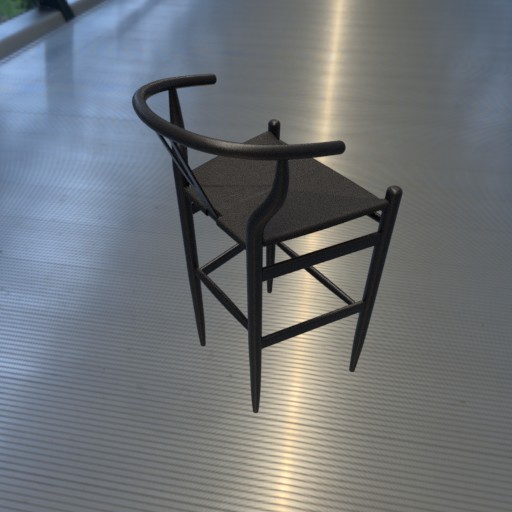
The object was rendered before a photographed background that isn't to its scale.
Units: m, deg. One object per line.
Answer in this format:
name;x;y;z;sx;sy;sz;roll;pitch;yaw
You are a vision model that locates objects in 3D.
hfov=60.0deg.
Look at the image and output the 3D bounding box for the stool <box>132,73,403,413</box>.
stool;0.000;0.000;1.410;0.579;1.072;0.569;-25;47;-26
